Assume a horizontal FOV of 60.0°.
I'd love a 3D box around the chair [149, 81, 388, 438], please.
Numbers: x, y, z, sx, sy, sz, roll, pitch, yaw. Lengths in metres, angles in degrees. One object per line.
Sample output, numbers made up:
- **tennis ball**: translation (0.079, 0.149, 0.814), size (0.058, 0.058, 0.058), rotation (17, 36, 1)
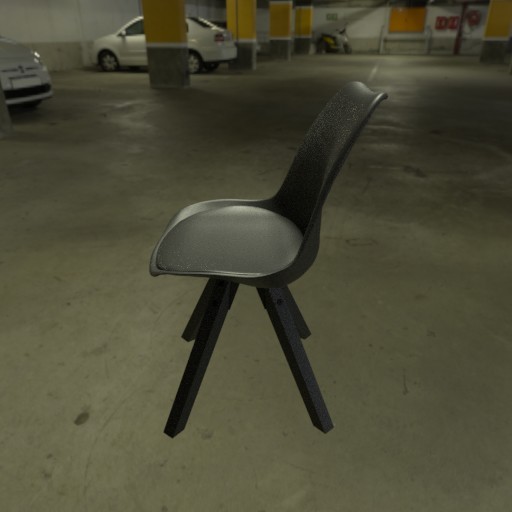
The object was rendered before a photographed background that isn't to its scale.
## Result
- **chair**: translation (0.000, 0.000, 1.186), size (0.550, 0.850, 0.485), rotation (-1, 27, -2)
